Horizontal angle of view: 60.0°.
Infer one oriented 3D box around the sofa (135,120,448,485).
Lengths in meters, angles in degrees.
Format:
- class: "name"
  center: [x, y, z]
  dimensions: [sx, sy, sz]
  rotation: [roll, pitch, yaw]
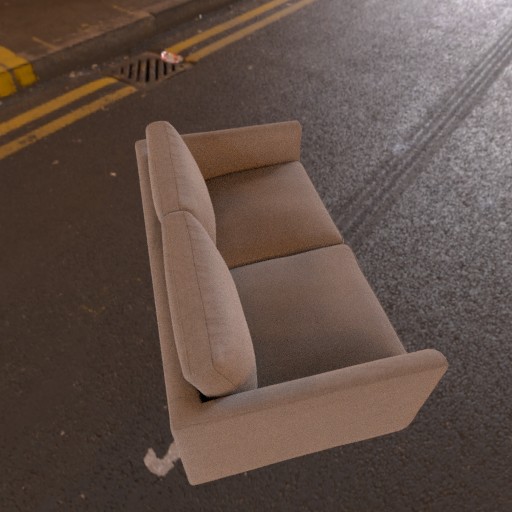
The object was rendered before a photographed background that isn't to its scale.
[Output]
- class: "sofa"
  center: [0.000, 0.000, 2.404]
  dimensions: [1.091, 0.839, 1.905]
  rotation: [-11, 47, -10]
